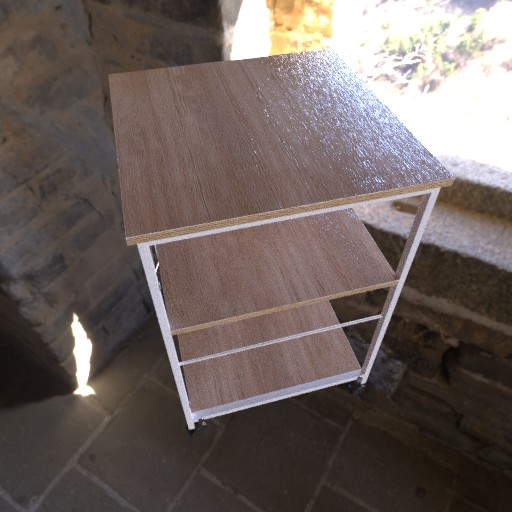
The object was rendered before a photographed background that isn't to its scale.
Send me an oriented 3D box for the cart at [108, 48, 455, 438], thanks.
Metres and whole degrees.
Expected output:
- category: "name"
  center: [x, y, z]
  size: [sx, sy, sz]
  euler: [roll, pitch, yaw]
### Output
- category: "cart"
  center: [0.000, 0.000, 1.114]
  size: [0.520, 0.762, 0.521]
  euler: [-11, 48, -10]
